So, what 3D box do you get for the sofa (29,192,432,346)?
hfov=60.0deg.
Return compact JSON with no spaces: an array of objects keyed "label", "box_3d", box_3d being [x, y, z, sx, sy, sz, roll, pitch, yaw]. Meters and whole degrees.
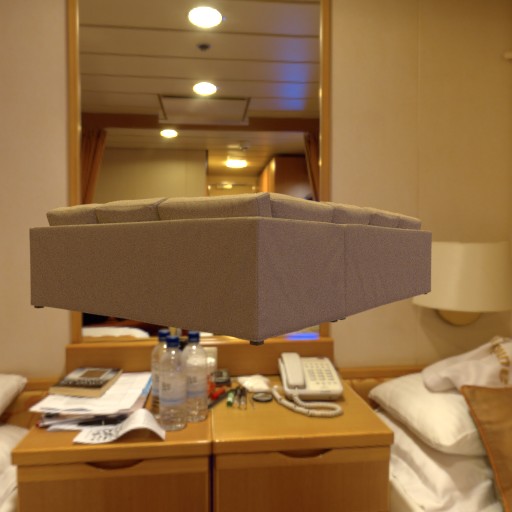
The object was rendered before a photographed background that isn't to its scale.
[{"label":"sofa","box_3d":[0.000,0.000,4.291,2.432,0.871,3.182,1,2,37]}]
